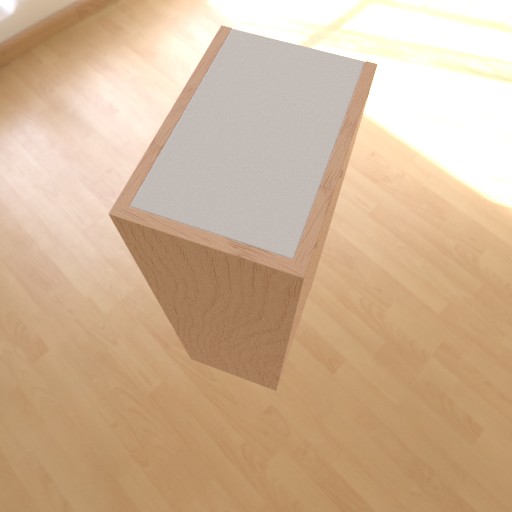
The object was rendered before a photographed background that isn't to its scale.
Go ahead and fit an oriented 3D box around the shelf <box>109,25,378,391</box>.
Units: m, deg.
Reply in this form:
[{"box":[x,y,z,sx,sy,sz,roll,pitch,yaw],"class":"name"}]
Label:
[{"box":[0.000,0.000,0.741,0.200,0.600,0.290,18,65,9],"class":"shelf"}]
